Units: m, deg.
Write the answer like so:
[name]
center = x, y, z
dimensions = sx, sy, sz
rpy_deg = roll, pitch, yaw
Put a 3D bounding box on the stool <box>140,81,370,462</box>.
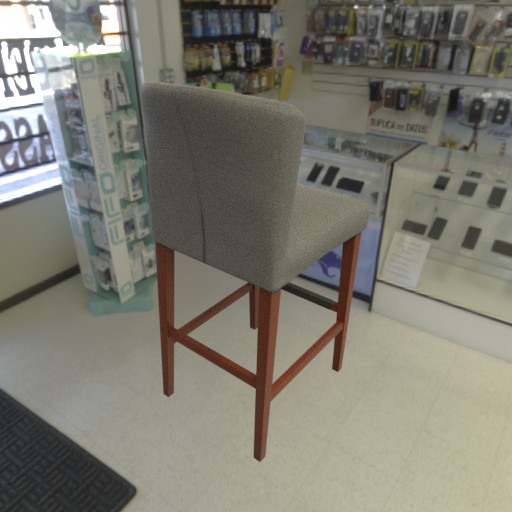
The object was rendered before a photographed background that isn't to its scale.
[stool]
center = 0.000, 0.000, 1.384
dimensions = 0.481, 1.069, 0.568
rpy_deg = 21, 36, 33
